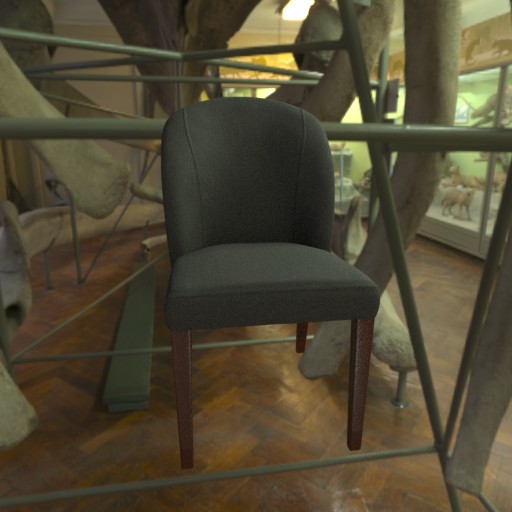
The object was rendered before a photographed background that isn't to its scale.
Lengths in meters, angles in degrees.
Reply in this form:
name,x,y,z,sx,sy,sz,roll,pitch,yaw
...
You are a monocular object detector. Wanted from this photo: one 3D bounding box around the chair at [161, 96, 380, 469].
name,x,y,z,sx,sy,sz,roll,pitch,yaw
chair,0.000,0.000,1.236,0.506,0.879,0.619,-2,16,-8
